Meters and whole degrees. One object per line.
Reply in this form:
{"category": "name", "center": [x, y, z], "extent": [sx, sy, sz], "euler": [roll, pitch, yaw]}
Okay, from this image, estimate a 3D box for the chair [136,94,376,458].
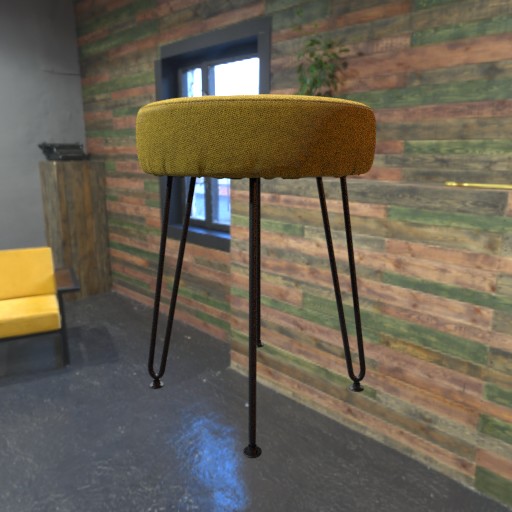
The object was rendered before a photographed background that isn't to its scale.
{"category": "chair", "center": [0.000, 0.000, 0.699], "extent": [0.345, 0.455, 0.345], "euler": [-12, 18, -42]}
